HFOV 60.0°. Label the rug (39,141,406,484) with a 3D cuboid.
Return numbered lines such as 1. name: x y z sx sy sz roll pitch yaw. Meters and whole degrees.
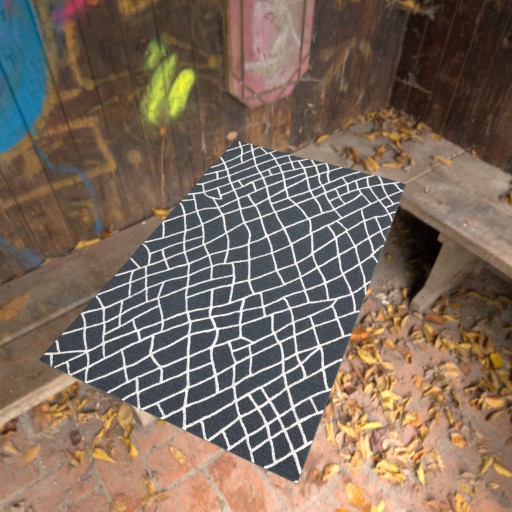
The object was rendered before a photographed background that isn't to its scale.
1. rug: 0.000 0.000 2.998 1.529 0.017 2.448 18 49 17
